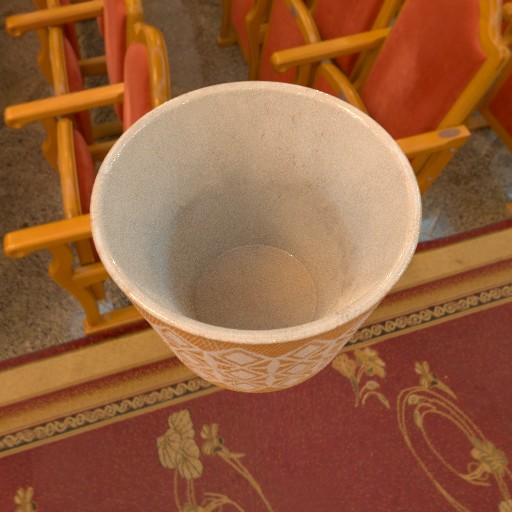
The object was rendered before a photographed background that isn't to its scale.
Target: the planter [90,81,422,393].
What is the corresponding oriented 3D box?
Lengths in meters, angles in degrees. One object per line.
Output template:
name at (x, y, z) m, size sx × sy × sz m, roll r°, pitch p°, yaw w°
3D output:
planter at (0.000, 0.000, 0.216) m, size 0.126 × 0.104 × 0.126 m, roll 0°, pitch 59°, yaw 0°
